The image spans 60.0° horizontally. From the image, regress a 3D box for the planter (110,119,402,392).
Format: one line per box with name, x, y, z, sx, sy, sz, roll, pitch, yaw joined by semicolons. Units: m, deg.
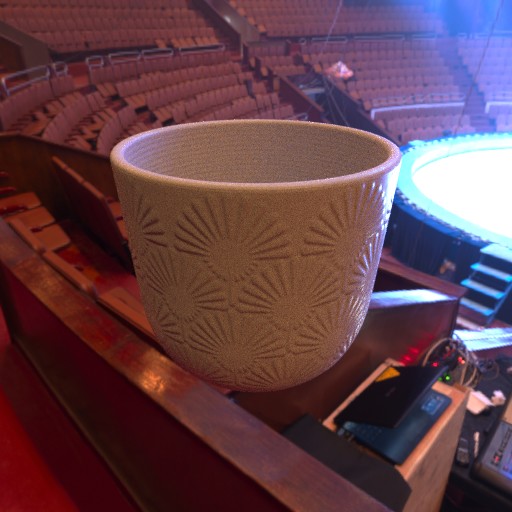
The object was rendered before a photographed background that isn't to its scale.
planter;0.000;0.000;0.301;0.170;0.152;0.170;0;27;0
